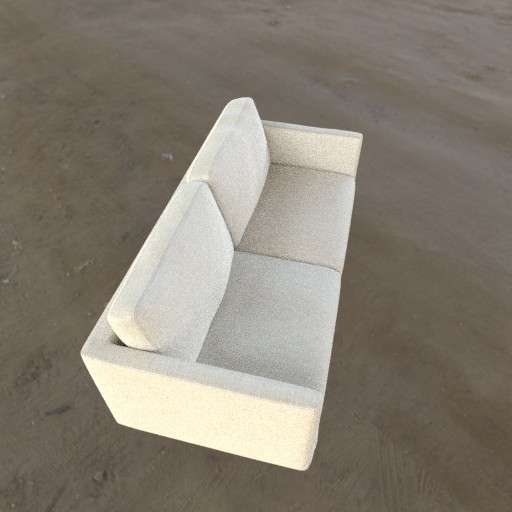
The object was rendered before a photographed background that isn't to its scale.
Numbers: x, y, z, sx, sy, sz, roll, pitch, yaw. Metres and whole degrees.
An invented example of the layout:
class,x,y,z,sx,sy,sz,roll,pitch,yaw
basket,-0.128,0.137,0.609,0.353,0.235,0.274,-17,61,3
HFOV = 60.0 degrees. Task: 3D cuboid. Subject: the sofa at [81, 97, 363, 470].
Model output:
class,x,y,z,sx,sy,sz,roll,pitch,yaw
sofa,0.000,0.000,2.392,0.950,0.963,1.838,10,47,9
